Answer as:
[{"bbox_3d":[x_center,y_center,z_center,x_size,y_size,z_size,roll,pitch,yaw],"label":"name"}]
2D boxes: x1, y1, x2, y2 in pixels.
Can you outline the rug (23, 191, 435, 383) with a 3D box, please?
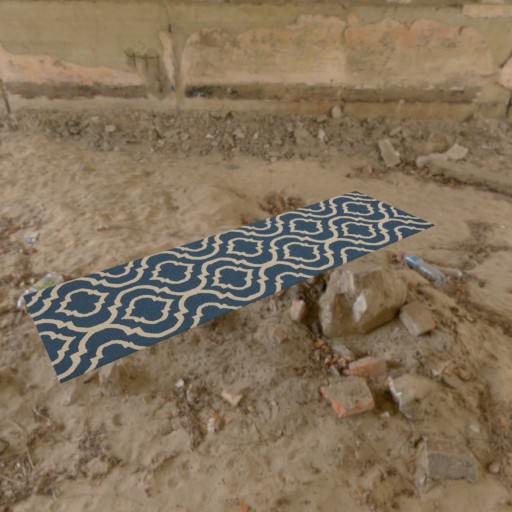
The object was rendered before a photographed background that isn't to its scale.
[{"bbox_3d":[0.000,0.000,2.488,2.296,0.006,0.685,-20,36,-30],"label":"rug"}]
